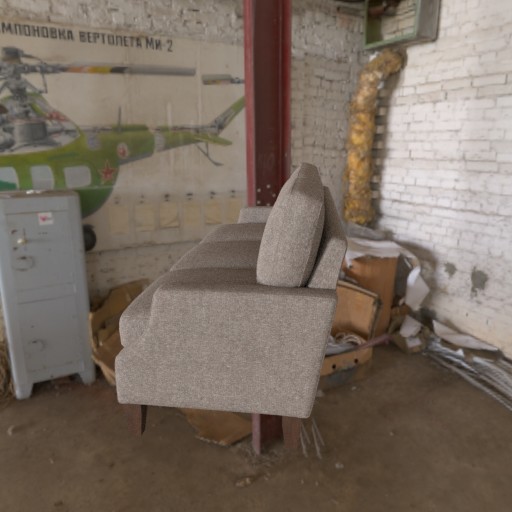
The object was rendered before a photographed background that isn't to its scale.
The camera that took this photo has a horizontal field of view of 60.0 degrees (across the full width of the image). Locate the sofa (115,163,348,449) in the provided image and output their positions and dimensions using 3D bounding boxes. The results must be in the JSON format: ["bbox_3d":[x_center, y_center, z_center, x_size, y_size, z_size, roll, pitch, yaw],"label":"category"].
[{"bbox_3d":[0.000,0.000,2.585,0.888,0.984,2.115,2,15,7],"label":"sofa"}]
